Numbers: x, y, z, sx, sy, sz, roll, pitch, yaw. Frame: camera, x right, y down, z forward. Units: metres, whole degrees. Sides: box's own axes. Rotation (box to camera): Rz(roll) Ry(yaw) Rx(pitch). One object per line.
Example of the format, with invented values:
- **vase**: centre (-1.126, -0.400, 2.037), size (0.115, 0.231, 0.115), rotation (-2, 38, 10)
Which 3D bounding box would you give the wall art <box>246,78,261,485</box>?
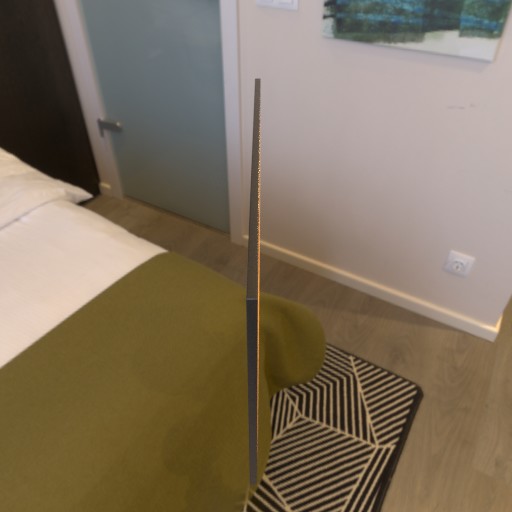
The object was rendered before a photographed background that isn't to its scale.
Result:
- **wall art**: centre (0.000, 0.000, 1.053), size (0.015, 0.552, 0.819), rotation (0, 40, 1)
